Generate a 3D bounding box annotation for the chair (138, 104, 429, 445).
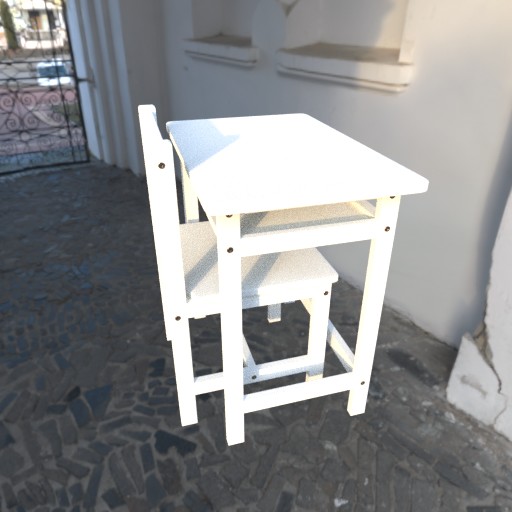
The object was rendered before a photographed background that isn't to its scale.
[{"bbox_3d":[0.000,0.000,1.085,0.461,0.673,0.599,-8,30,-14],"label":"chair"}]
